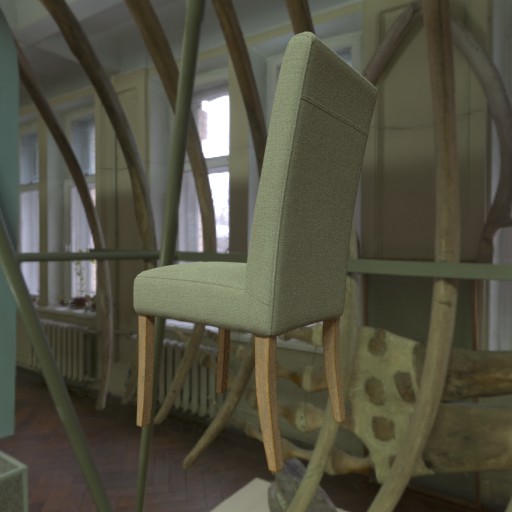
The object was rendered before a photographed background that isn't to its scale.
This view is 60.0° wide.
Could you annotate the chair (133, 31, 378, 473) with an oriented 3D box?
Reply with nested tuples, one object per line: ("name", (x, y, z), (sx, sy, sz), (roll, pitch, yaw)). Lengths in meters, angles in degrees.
("chair", (0.000, 0.000, 1.338), (0.611, 1.033, 0.450), (1, 1, 35))
